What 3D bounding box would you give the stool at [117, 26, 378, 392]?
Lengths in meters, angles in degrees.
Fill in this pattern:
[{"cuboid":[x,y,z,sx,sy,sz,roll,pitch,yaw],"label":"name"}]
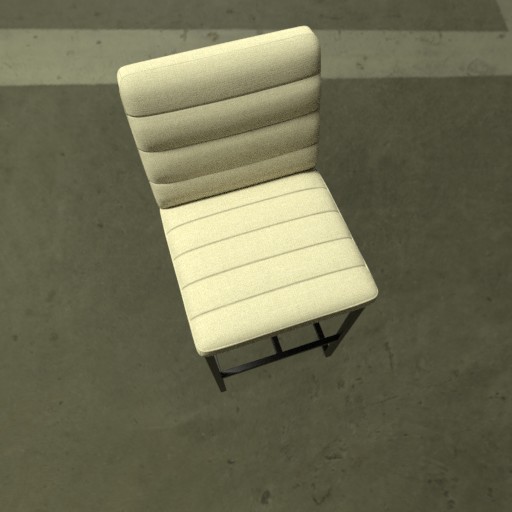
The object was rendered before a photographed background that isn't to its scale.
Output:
[{"cuboid":[0.000,0.000,1.304,0.460,1.040,0.560,-16,65,-8],"label":"stool"}]
